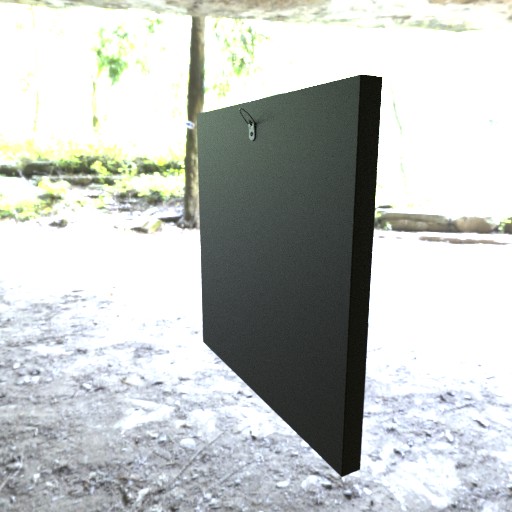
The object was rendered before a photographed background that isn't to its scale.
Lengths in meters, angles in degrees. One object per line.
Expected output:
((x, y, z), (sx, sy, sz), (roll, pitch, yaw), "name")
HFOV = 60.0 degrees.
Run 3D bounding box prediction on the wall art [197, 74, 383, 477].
((0.000, 0.000, 0.522), (0.038, 0.349, 0.349), (-7, 14, -27), "wall art")
